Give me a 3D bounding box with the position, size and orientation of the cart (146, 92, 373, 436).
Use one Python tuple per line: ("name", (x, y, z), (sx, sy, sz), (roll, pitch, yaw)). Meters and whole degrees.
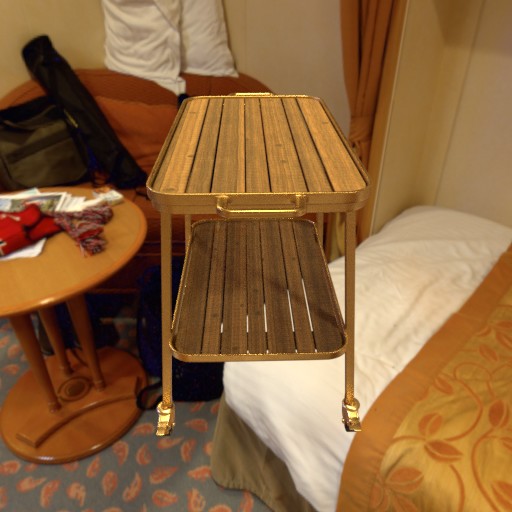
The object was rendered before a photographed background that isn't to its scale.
("cart", (0.000, 0.000, 1.233), (0.524, 0.700, 0.806), (-1, 33, -1))
